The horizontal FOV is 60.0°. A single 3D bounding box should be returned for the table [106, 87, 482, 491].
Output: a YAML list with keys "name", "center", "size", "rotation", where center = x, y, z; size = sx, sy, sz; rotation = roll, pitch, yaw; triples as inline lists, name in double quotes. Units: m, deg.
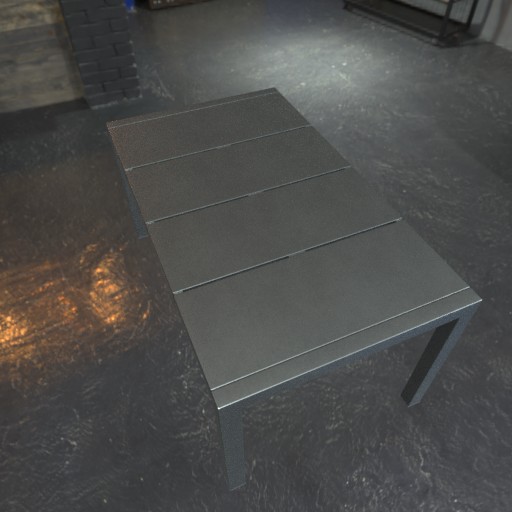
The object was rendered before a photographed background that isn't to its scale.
- name: "table"
  center: [0.000, 0.000, 1.267]
  size: [0.559, 0.460, 0.965]
  rotation: [-18, 50, -16]
